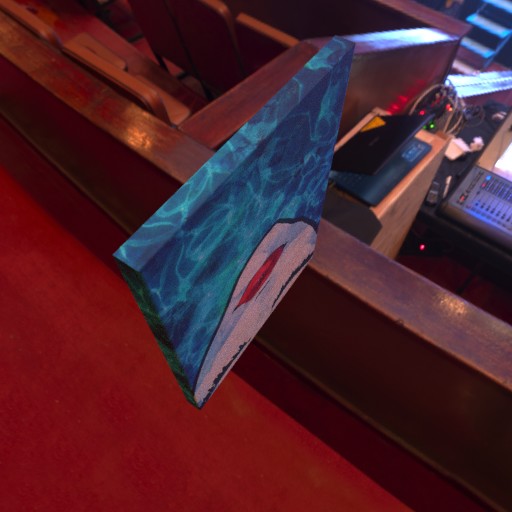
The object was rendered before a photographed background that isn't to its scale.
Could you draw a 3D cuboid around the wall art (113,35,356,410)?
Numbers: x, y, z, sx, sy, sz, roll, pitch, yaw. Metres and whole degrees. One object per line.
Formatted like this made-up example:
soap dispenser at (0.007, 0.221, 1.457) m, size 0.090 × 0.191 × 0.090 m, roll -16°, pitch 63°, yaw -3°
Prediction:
wall art at (0.000, 0.000, 0.865) m, size 0.038 × 0.635 × 0.508 m, roll 30°, pitch 63°, yaw 18°
